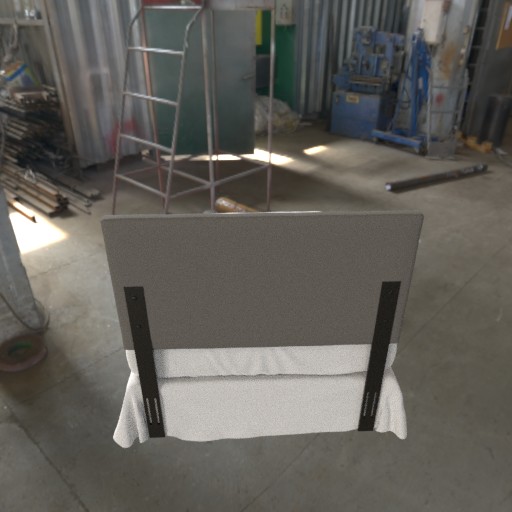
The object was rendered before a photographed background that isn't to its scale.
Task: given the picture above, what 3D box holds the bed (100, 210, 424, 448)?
[{"bbox_3d":[0.000,0.000,3.467,1.936,1.577,2.222,-1,29,-2],"label":"bed"}]
